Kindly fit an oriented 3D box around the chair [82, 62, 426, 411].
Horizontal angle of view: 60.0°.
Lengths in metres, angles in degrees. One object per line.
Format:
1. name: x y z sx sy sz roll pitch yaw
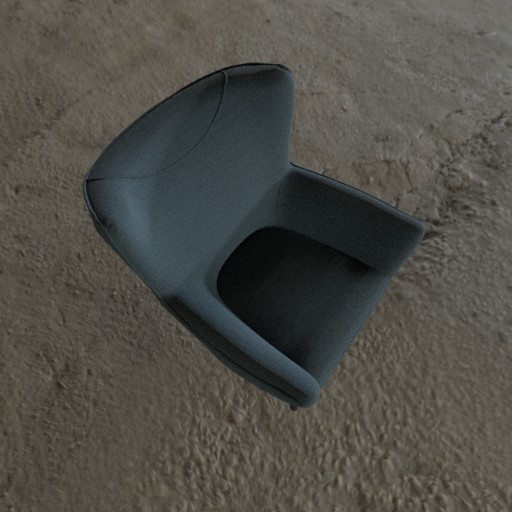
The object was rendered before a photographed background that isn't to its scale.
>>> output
1. chair: 0.000 0.000 1.560 0.888 0.933 0.781 32 63 18
